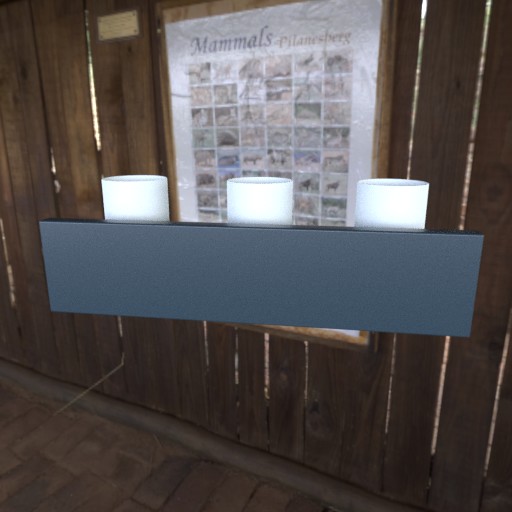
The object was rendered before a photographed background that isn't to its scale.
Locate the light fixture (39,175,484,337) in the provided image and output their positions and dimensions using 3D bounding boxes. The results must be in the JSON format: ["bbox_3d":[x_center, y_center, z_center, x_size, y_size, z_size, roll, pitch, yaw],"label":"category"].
[{"bbox_3d":[0.000,0.000,0.526,0.451,0.172,0.145,2,16,8],"label":"light fixture"}]
